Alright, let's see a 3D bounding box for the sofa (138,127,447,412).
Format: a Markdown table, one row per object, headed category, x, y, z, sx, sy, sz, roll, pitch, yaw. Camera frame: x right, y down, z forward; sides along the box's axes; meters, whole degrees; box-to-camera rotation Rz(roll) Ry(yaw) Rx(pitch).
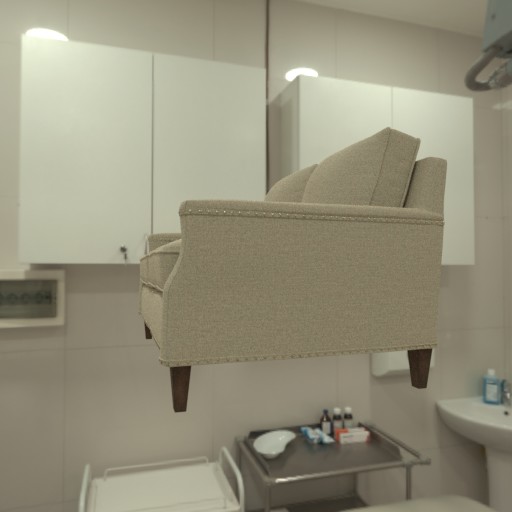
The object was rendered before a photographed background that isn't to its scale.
| category | x | y | z | sx | sy | sz | roll | pitch | yaw |
| --- | --- | --- | --- | --- | --- | --- | --- | --- | --- |
| sofa | 0.000 | 0.000 | 2.228 | 1.084 | 1.003 | 1.597 | 0 | -1 | -17 |
